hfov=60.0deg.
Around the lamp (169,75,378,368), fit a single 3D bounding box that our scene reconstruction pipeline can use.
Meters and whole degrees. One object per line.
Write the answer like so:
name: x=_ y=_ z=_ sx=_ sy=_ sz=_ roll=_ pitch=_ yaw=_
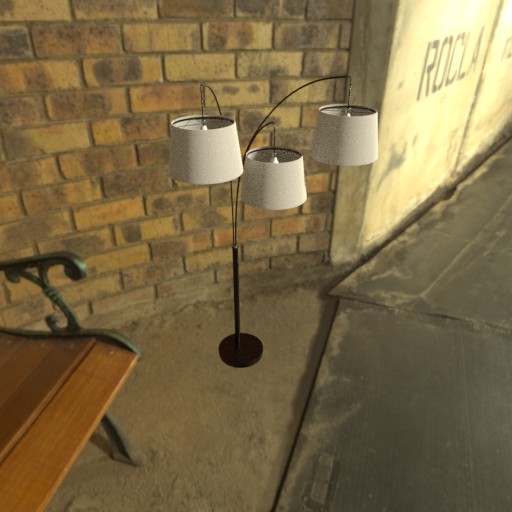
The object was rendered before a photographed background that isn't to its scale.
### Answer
lamp: x=0.000 y=0.000 z=2.502 sx=0.951 sy=1.950 sz=0.924 roll=-10 pitch=31 yaw=-16
